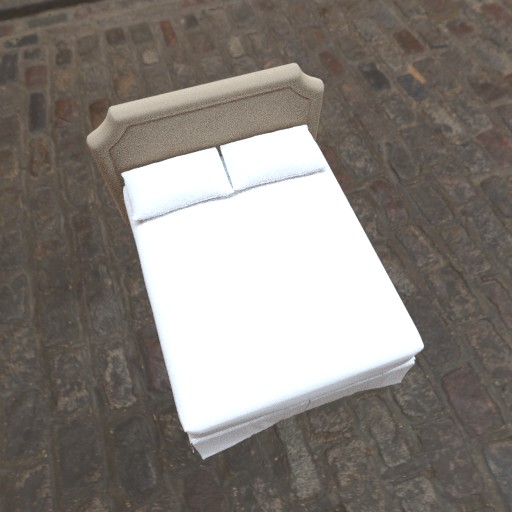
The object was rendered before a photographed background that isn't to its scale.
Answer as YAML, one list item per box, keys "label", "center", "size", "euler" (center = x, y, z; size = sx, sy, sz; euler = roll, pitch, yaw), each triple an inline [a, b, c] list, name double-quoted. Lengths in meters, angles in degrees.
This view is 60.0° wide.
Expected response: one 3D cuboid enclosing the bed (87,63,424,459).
- label: "bed"
  center: [0.000, 0.000, 3.190]
  size: [1.828, 1.301, 2.204]
  euler: [-17, 63, -9]
